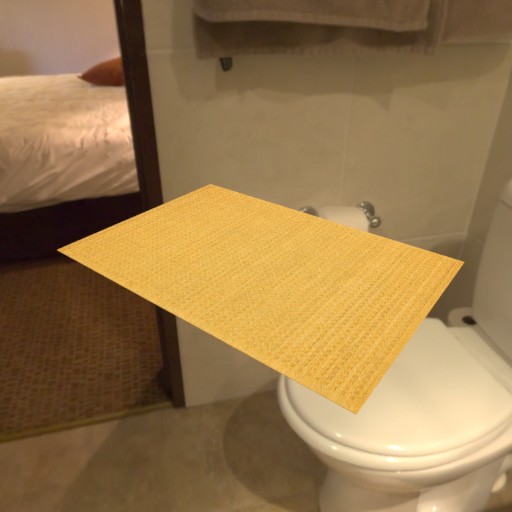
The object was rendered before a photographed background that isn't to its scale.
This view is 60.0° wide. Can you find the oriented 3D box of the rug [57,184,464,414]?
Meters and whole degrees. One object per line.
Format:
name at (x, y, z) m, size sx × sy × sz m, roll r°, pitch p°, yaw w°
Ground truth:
rug at (0.000, 0.000, 3.815) m, size 2.895 × 0.006 × 1.981 m, roll 22°, pitch 37°, yaw 32°
